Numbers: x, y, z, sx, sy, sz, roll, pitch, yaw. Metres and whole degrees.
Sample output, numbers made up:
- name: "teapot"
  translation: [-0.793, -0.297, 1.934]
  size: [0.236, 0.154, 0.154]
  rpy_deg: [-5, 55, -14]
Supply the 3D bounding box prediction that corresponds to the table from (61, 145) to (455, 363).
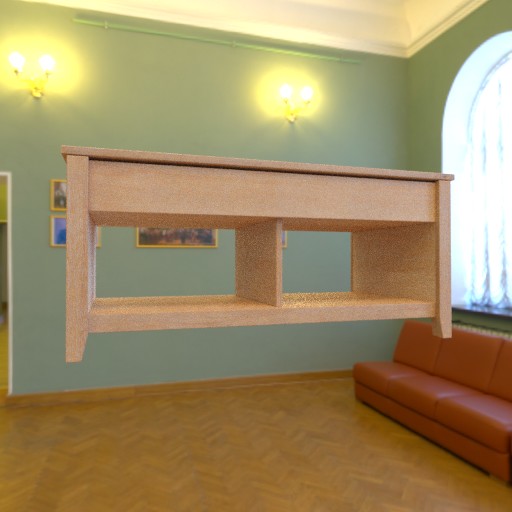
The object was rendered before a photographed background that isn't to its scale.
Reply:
- name: "table"
  translation: [0.000, 0.000, 1.314]
  size: [1.016, 0.457, 0.483]
  rpy_deg: [0, -1, -18]
